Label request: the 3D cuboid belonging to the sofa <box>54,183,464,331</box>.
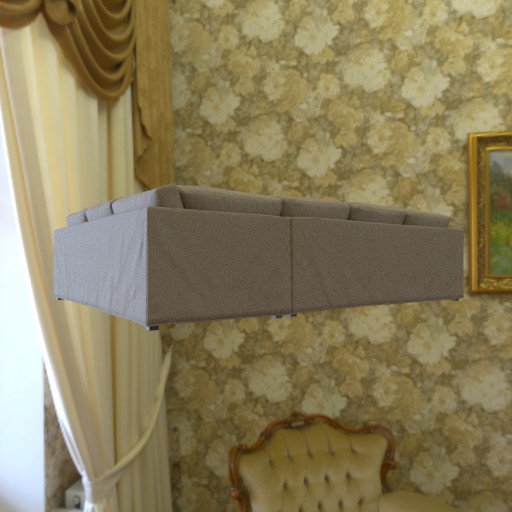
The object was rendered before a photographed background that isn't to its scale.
[{"bbox_3d":[0.000,0.000,4.300,3.182,0.871,2.432,0,-1,-36],"label":"sofa"}]
